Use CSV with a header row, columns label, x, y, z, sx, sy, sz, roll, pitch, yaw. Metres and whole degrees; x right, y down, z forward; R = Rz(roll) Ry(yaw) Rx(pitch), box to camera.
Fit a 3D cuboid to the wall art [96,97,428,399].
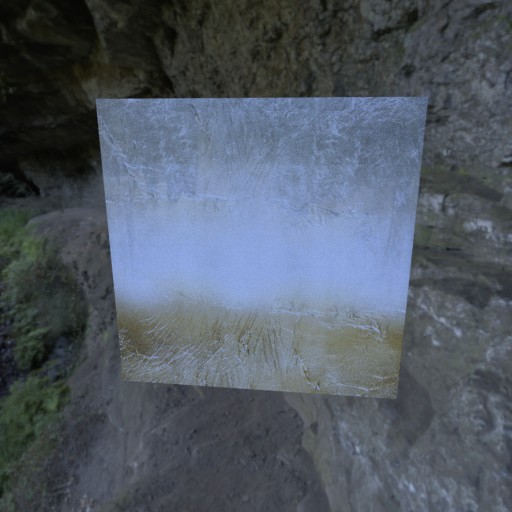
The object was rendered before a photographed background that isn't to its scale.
label,x,y,z,sx,sy,sz,roll,pitch,yaw
wall art,0.000,0.000,1.627,1.092,1.091,0.051,2,17,6
